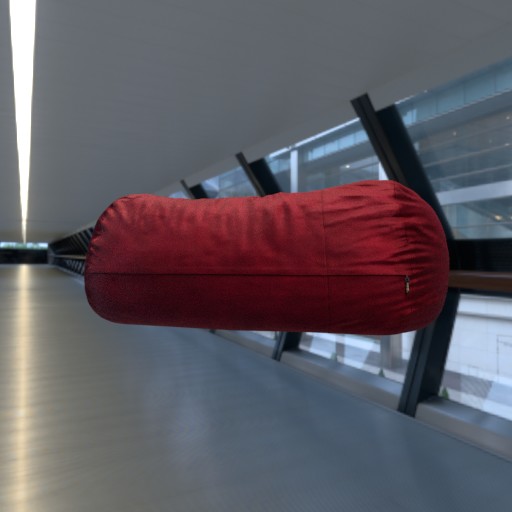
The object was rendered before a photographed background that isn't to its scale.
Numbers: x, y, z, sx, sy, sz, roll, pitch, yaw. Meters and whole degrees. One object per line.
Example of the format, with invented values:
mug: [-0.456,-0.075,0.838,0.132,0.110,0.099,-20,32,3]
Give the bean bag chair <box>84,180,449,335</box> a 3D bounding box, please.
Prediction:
bean bag chair: [0.000,0.000,2.855,2.293,0.867,1.216,0,-1,17]
